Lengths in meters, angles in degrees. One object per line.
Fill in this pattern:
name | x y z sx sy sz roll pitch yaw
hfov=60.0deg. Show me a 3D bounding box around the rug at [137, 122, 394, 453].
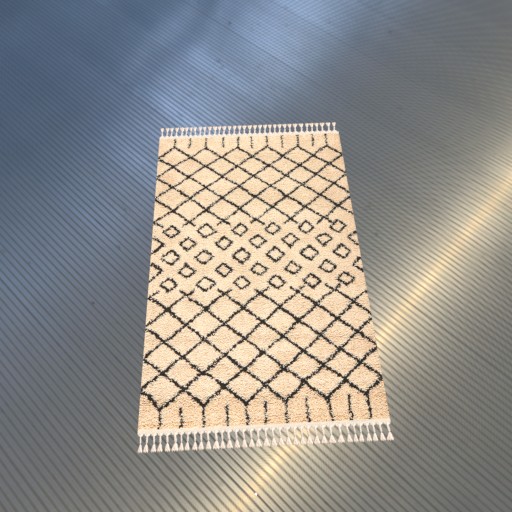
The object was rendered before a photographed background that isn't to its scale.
rug | 0.000 0.000 2.523 1.196 0.008 2.006 -2 62 -1
